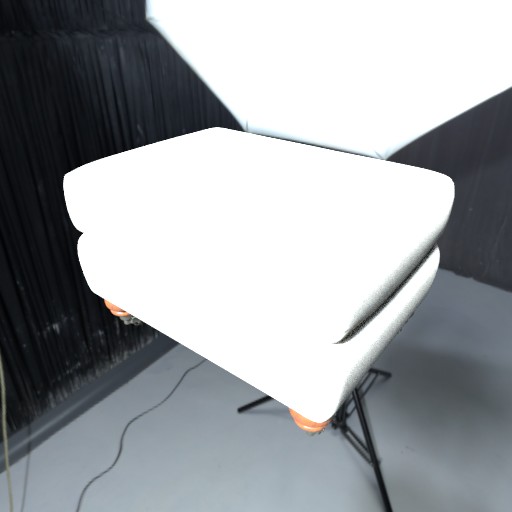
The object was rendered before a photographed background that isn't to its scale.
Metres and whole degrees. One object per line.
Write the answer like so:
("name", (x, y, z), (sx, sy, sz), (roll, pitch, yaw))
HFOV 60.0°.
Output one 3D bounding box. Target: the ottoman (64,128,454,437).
("ottoman", (0.000, 0.000, 1.126), (0.773, 0.499, 0.569), (21, 36, 32))
